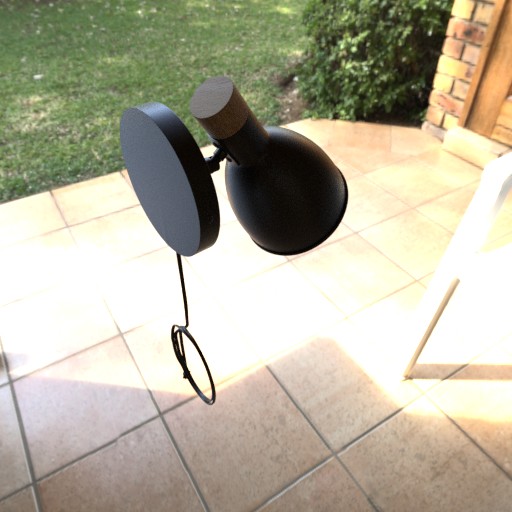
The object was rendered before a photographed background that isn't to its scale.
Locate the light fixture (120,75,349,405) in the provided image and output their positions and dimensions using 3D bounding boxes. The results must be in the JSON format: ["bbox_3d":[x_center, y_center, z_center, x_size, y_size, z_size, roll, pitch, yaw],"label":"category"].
[{"bbox_3d":[0.000,0.000,0.490,0.203,0.401,0.127,-27,48,-27],"label":"light fixture"}]
